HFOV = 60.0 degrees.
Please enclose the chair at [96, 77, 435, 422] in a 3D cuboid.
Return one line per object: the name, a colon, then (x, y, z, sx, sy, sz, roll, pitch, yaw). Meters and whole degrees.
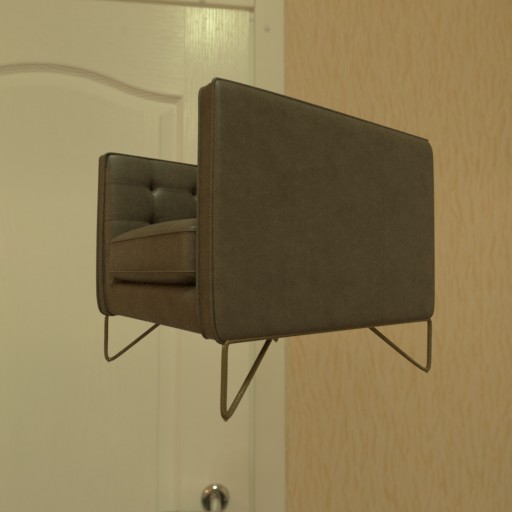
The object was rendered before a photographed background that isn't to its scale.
chair: (0.000, 0.000, 1.577, 0.894, 0.790, 0.880, 2, -3, -36)
